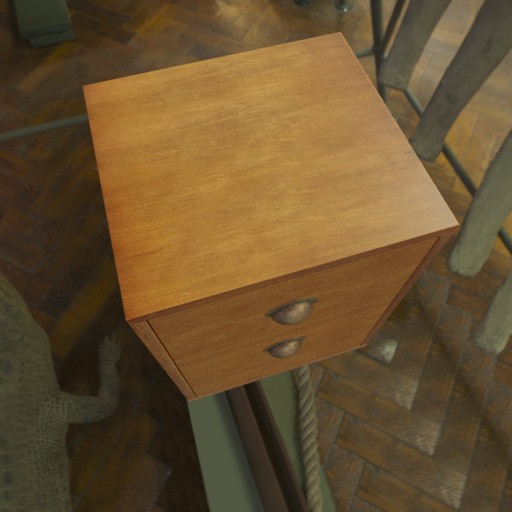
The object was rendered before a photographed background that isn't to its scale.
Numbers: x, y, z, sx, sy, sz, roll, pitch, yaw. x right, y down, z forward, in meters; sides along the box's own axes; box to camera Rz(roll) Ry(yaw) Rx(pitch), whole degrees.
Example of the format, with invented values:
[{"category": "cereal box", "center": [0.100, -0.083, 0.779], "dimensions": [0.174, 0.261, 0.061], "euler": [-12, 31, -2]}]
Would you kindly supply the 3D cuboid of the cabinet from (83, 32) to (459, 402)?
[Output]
[{"category": "cabinet", "center": [0.000, 0.000, 0.846], "dimensions": [0.409, 0.579, 0.401], "euler": [-15, 63, -8]}]
